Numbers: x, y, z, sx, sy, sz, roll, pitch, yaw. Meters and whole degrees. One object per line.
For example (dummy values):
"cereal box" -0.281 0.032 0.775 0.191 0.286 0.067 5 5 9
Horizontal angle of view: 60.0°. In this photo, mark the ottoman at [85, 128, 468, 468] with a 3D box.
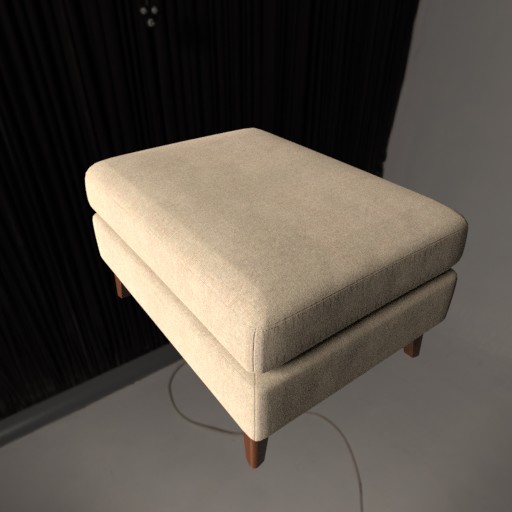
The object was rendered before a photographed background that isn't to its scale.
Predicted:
"ottoman" 0.000 0.000 1.196 0.610 0.478 0.823 -22 39 -30
